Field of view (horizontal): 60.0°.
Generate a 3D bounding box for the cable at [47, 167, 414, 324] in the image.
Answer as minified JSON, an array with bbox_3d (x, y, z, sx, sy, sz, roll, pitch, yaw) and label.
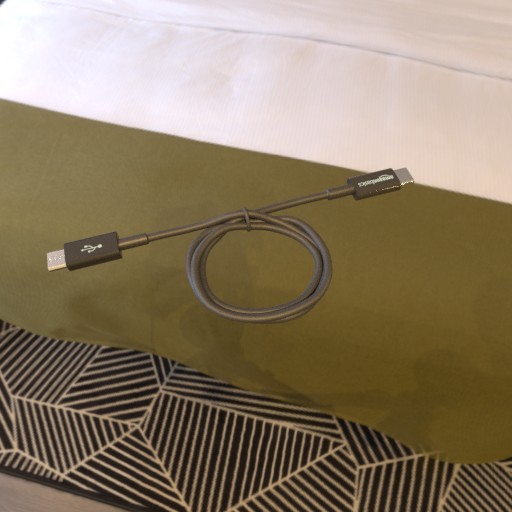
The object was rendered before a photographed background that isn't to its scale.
[{"bbox_3d":[0.000,0.000,0.211,0.192,0.014,0.070,-14,59,-9],"label":"cable"}]
